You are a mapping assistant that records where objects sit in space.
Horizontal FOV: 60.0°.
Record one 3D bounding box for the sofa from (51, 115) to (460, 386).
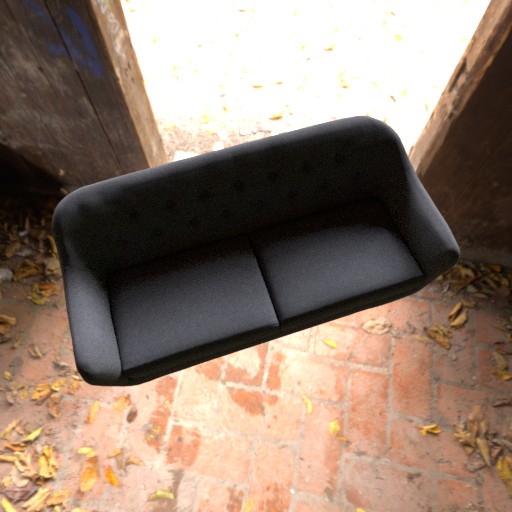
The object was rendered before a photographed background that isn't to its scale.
[{"bbox_3d":[0.000,0.000,2.273,1.840,0.820,0.820,-17,66,-7],"label":"sofa"}]
